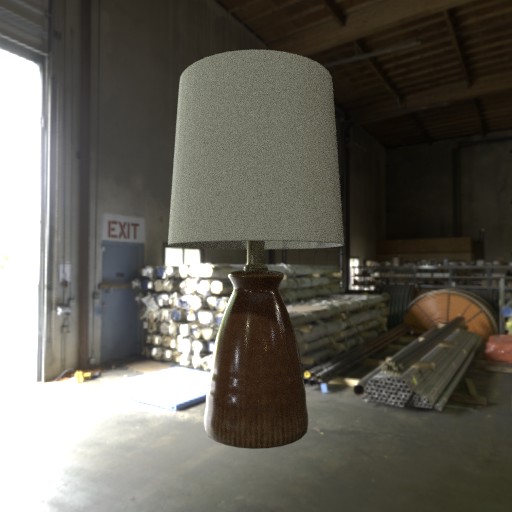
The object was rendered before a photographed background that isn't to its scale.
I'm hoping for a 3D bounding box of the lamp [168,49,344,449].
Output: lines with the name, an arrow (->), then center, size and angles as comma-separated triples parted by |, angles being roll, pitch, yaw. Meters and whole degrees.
lamp -> 0.000, 0.000, 0.478 | 0.186, 0.369, 0.186 | 0, -1, 0
